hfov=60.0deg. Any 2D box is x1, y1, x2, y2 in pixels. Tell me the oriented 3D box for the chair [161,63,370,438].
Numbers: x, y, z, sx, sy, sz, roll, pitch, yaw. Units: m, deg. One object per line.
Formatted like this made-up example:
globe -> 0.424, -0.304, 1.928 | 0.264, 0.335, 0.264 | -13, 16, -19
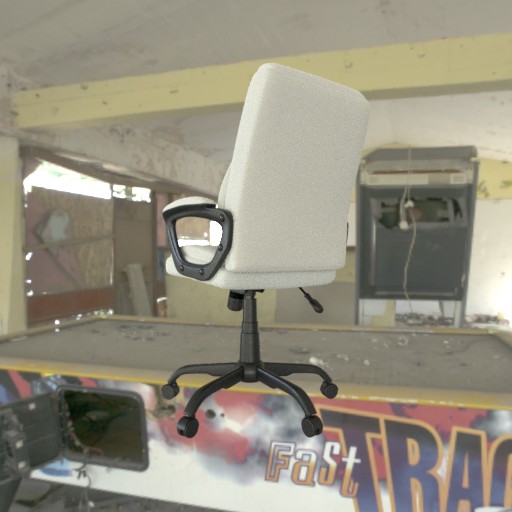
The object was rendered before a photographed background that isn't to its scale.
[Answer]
chair -> 0.000, 0.000, 1.536 | 0.663, 1.065, 0.669 | 0, 0, -37
